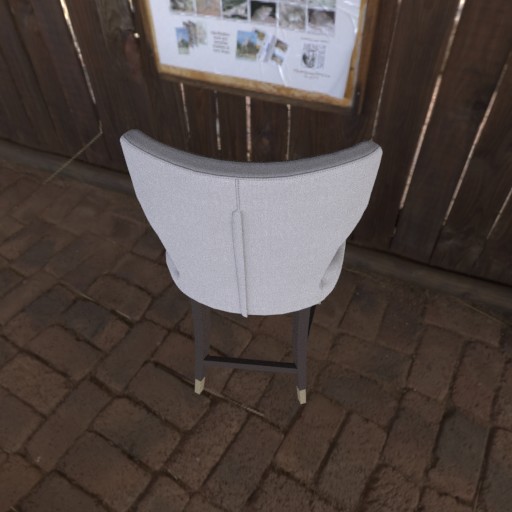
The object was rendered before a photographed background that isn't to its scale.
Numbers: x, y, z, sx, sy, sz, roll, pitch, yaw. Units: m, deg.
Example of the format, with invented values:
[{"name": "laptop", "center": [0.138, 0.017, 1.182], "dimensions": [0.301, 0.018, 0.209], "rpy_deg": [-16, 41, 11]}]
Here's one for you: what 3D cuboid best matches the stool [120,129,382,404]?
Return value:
[{"name": "stool", "center": [0.000, 0.000, 1.327], "dimensions": [0.527, 0.982, 0.563], "rpy_deg": [4, 45, 4]}]
